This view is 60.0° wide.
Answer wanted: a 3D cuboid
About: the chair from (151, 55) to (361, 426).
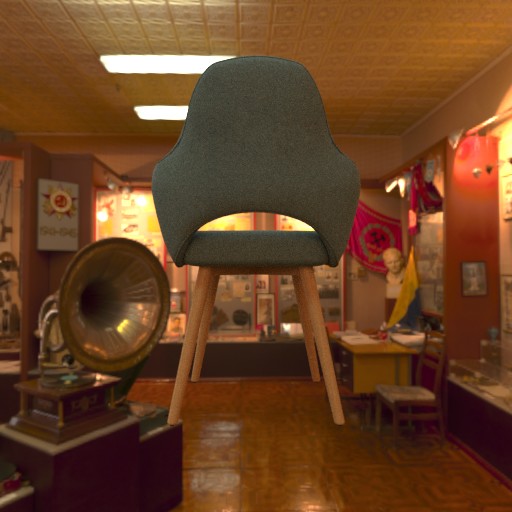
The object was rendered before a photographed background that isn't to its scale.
[{"bbox_3d":[0.000,0.000,1.331,0.589,0.920,0.666,0,-1,0],"label":"chair"}]
